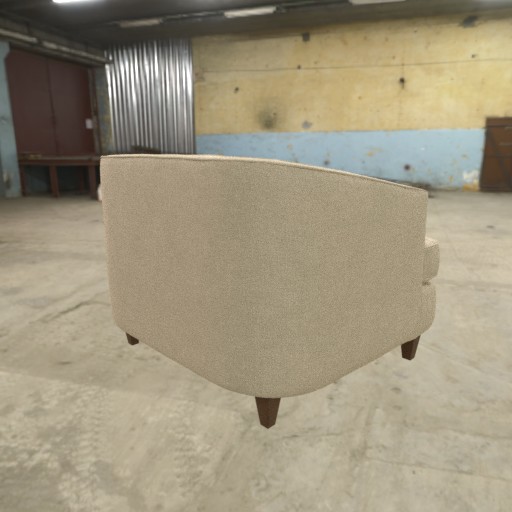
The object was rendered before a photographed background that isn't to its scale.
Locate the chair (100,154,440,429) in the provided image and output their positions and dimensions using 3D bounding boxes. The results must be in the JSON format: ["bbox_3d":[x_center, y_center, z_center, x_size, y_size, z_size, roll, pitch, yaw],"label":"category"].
[{"bbox_3d":[0.000,0.000,1.740,0.914,0.787,1.118,-13,19,-43],"label":"chair"}]
